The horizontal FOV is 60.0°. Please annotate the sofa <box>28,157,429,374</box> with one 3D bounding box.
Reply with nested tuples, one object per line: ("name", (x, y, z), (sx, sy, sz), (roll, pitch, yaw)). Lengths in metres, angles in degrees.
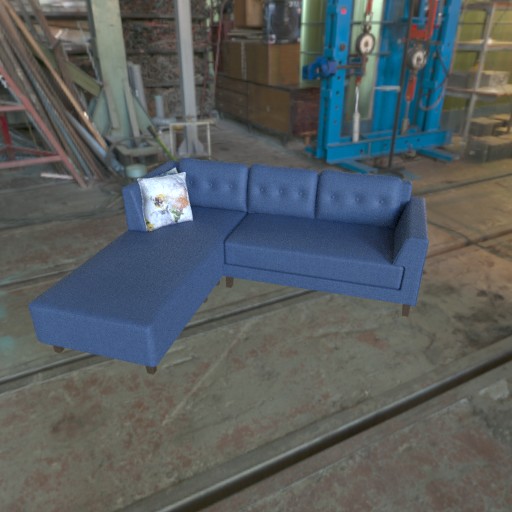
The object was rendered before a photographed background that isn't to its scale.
("sofa", (0.000, 0.000, 2.943), (2.120, 0.787, 1.829), (8, 29, 15))
